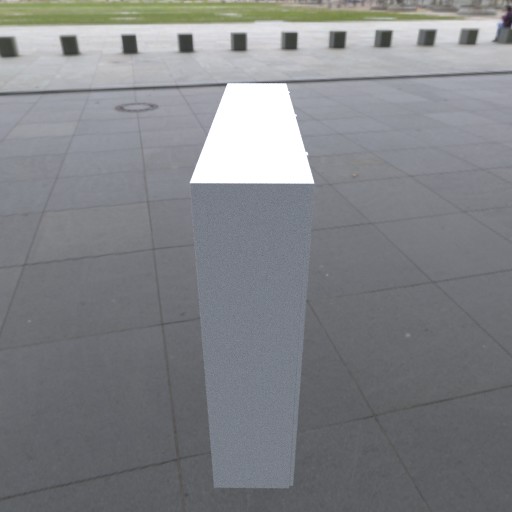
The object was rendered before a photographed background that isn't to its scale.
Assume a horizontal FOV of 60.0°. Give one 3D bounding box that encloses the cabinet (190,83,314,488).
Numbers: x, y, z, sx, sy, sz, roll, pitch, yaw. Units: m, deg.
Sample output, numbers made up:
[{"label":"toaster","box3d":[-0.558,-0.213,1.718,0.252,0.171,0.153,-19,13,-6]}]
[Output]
[{"label":"cabinet","box3d":[0.000,0.000,3.820,0.590,2.370,2.700,0,30,0]}]
